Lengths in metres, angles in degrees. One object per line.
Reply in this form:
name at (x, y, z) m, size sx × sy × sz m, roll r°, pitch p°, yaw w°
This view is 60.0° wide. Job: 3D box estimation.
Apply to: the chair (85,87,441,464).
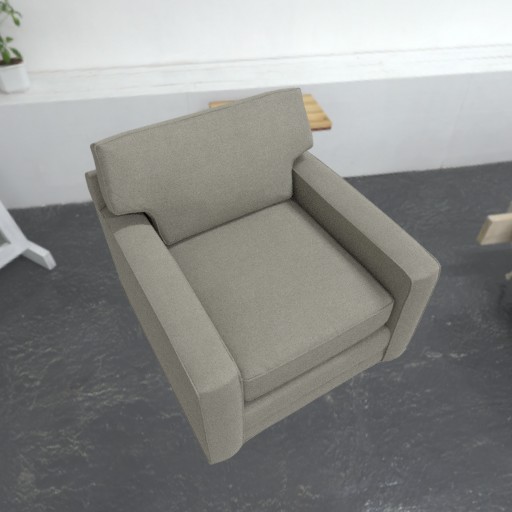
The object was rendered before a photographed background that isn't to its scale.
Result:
chair at (0.000, 0.000, 1.829) m, size 0.999 × 0.934 × 1.044 m, roll -23°, pitch 51°, yaw -20°
